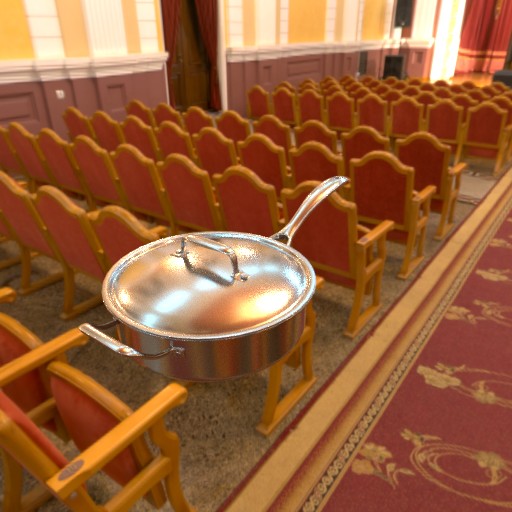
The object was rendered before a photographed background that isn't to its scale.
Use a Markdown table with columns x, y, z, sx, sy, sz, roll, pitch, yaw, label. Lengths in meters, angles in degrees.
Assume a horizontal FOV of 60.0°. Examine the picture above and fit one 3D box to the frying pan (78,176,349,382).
| x | y | z | sx | sy | sz | roll | pitch | yaw | label |
| --- | --- | --- | --- | --- | --- | --- | --- | --- | --- |
| 0.000 | 0.000 | 0.590 | 0.245 | 0.111 | 0.492 | 19 | 33 | 32 | frying pan |
